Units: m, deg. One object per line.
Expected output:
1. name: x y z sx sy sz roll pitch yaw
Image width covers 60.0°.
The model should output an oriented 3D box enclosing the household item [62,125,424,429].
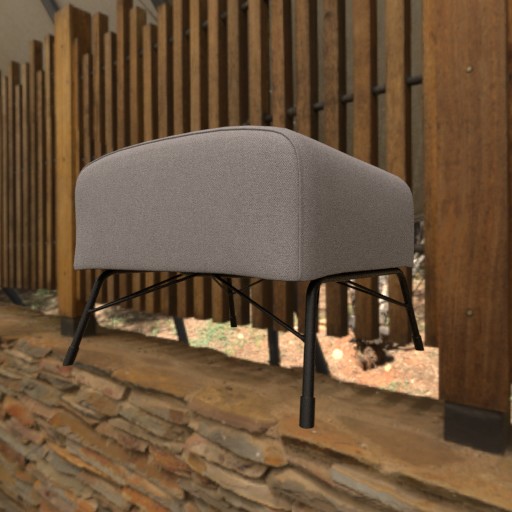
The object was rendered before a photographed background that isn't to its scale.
1. household item: 0.000 0.000 0.899 0.530 0.410 0.530 0 1 35
